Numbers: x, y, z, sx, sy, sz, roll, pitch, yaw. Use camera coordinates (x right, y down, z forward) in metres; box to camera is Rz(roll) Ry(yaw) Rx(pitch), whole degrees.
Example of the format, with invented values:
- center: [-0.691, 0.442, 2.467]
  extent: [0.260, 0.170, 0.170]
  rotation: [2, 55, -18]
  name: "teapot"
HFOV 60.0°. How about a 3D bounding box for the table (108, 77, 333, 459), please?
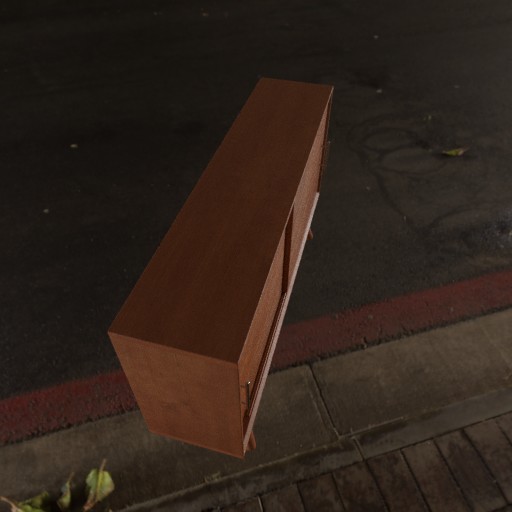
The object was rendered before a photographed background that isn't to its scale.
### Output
- center: [0.000, 0.000, 1.539]
  extent: [0.308, 0.698, 1.220]
  rotation: [11, 47, 11]
  name: "table"
